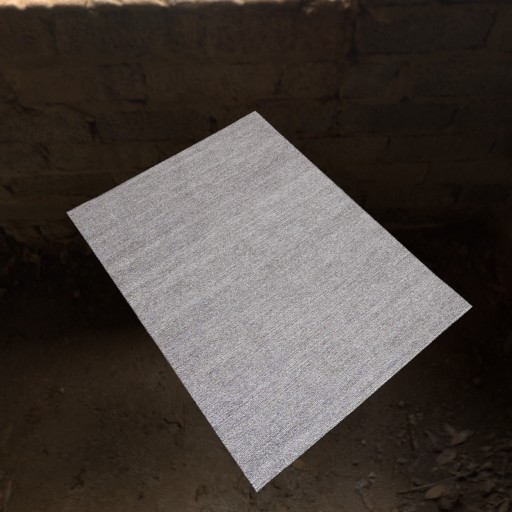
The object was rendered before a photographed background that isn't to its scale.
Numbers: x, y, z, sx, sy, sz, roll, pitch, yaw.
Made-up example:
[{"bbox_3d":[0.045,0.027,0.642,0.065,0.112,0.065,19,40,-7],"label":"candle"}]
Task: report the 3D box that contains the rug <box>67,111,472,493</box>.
[{"bbox_3d":[0.000,0.000,4.232,2.434,0.045,3.202,-33,65,-18],"label":"rug"}]
